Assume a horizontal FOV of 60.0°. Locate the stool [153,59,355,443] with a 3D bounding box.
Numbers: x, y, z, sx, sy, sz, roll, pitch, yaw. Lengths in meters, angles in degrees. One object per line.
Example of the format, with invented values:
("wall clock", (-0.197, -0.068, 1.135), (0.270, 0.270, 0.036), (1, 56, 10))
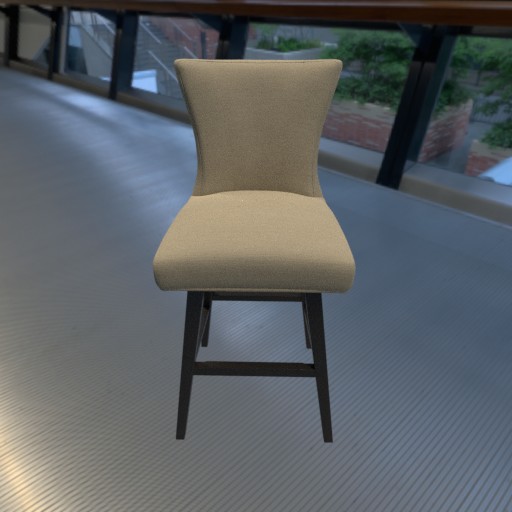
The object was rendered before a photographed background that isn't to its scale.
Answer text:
("stool", (0.000, 0.000, 1.400), (0.514, 1.086, 0.574), (1, 32, 1))
